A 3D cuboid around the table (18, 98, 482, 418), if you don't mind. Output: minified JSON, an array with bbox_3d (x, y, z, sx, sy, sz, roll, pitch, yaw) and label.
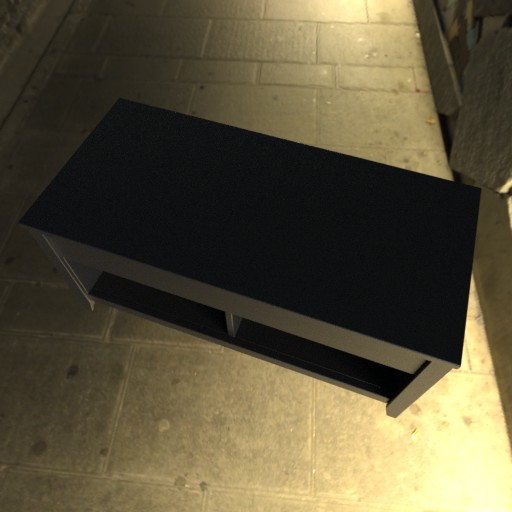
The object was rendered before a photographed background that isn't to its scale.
[{"bbox_3d":[0.000,0.000,1.261,1.016,0.457,0.483,17,59,11],"label":"table"}]
